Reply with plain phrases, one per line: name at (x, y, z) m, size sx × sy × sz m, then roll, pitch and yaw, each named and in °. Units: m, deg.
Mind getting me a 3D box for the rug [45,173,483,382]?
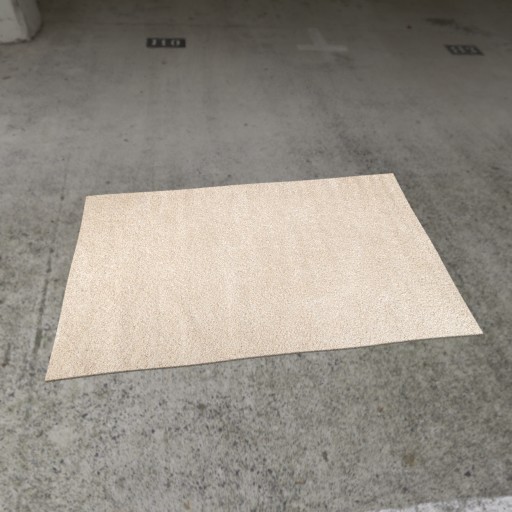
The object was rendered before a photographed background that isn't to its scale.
rug at (0.000, 0.000, 2.869) m, size 2.346 × 0.025 × 1.500 m, roll -5°, pitch 47°, yaw -5°
